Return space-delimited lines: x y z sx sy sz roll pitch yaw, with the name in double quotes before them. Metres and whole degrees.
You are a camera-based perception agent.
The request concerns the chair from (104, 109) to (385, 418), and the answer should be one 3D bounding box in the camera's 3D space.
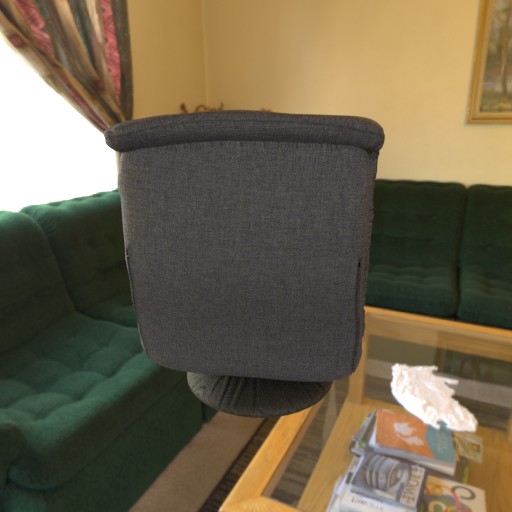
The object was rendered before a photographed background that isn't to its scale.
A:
"chair" 0.000 0.000 1.224 0.597 0.749 0.668 2 16 8
